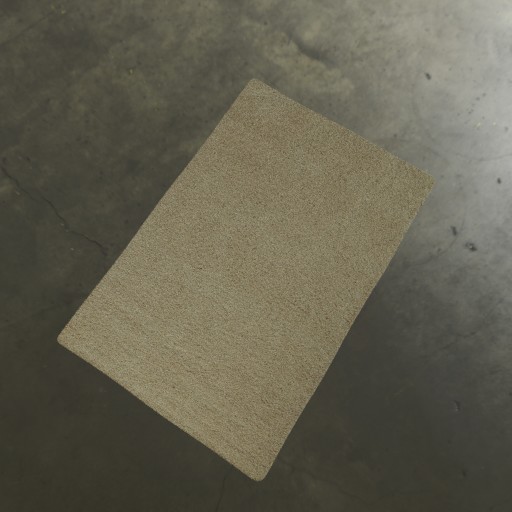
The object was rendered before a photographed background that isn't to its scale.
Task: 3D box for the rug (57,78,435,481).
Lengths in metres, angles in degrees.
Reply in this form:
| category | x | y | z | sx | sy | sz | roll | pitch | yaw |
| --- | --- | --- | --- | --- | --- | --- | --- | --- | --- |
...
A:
| category | x | y | z | sx | sy | sz | roll | pitch | yaw |
| --- | --- | --- | --- | --- | --- | --- | --- | --- | --- |
| rug | 0.000 | 0.000 | 3.457 | 1.801 | 0.024 | 2.700 | 32 | 77 | 8 |
